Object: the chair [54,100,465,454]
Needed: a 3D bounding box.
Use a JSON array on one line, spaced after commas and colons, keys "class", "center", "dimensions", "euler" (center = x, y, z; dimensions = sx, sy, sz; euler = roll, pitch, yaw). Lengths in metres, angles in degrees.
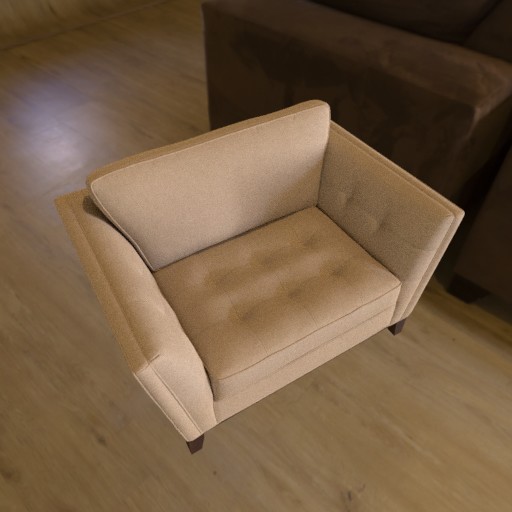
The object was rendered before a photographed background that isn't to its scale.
[{"class": "chair", "center": [0.000, 0.000, 2.014], "dimensions": [1.397, 0.940, 0.965], "euler": [-23, 50, -21]}]
